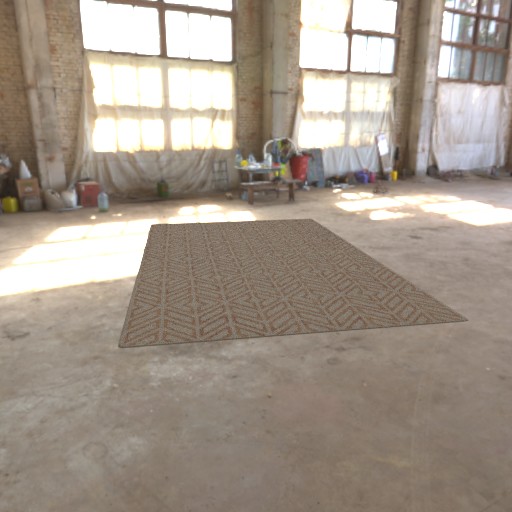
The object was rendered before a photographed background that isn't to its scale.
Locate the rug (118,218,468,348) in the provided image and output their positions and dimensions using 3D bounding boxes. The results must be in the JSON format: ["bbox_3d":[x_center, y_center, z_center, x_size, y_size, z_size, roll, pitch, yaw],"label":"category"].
[{"bbox_3d":[0.000,0.000,3.012,1.523,0.008,2.438,-3,16,-9],"label":"rug"}]
